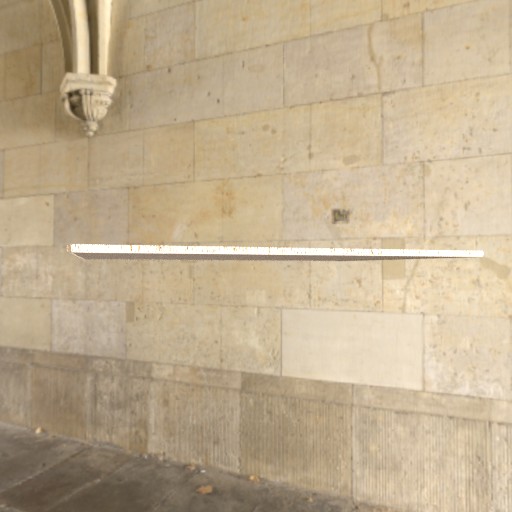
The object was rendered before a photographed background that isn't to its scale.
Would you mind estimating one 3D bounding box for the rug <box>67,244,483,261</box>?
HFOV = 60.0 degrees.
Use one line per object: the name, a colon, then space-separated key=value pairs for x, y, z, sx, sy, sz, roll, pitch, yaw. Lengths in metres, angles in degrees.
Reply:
rug: x=0.000 y=0.000 z=2.130 sx=1.600 sy=0.025 sz=1.199 roll=1 pitch=-2 yaw=-19
